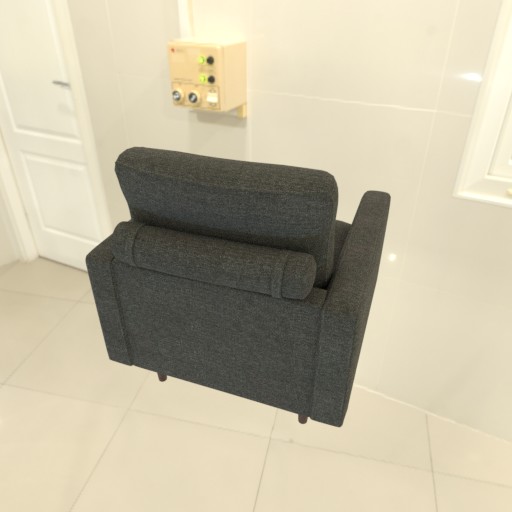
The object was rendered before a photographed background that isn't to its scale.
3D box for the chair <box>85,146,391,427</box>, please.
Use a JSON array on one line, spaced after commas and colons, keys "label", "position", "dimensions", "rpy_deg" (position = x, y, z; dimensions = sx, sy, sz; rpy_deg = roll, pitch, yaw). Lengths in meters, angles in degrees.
[{"label": "chair", "position": [0.000, 0.000, 1.562], "dimensions": [0.821, 0.880, 0.843], "rpy_deg": [11, 34, 17]}]
